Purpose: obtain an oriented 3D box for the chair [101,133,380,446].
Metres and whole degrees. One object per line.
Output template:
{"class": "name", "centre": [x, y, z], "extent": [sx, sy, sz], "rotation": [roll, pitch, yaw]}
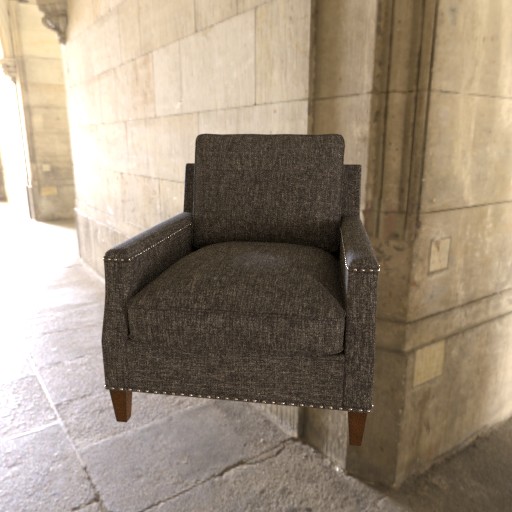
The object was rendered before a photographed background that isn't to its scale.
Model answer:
{"class": "chair", "centre": [0.000, 0.000, 1.742], "extent": [0.853, 0.943, 1.014], "rotation": [2, 15, 9]}
